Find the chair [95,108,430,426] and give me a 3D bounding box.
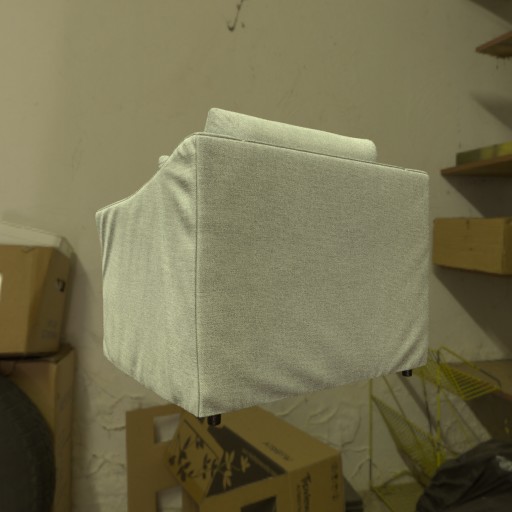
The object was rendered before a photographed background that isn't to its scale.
[{"bbox_3d":[0.000,0.000,2.062,1.194,1.059,1.071,0,0,-35],"label":"chair"}]
